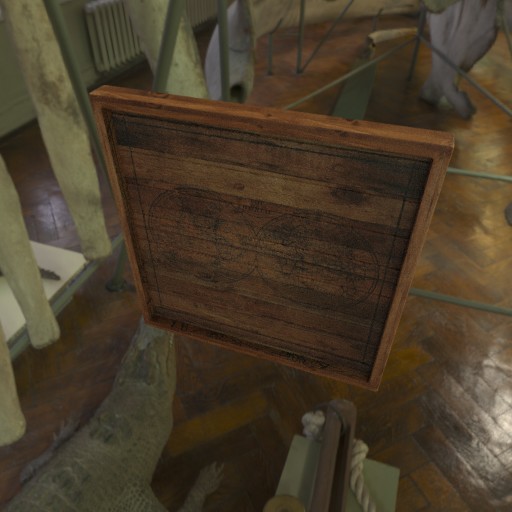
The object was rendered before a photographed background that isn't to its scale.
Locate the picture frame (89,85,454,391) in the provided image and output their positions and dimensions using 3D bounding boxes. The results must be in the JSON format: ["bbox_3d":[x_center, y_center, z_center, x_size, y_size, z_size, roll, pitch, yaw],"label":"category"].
[{"bbox_3d":[0.000,0.000,0.531,0.352,0.356,0.028,13,42,15],"label":"picture frame"}]
